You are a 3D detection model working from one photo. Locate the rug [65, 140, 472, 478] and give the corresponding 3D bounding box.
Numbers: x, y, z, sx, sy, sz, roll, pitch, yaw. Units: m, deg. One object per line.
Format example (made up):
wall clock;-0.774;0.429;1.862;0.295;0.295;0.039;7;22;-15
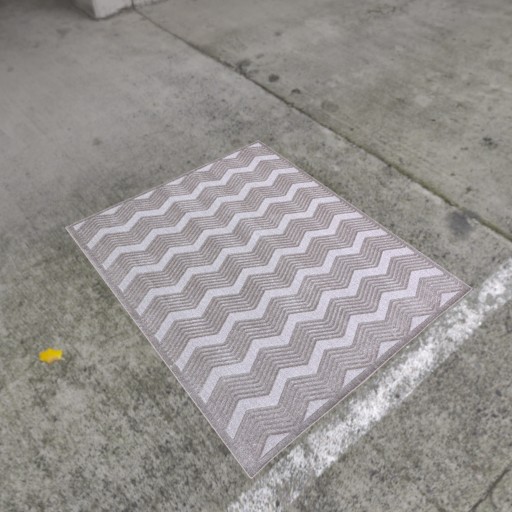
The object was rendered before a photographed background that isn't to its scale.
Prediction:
rug;0.000;0.000;4.001;2.391;0.005;2.880;-31;54;-25
